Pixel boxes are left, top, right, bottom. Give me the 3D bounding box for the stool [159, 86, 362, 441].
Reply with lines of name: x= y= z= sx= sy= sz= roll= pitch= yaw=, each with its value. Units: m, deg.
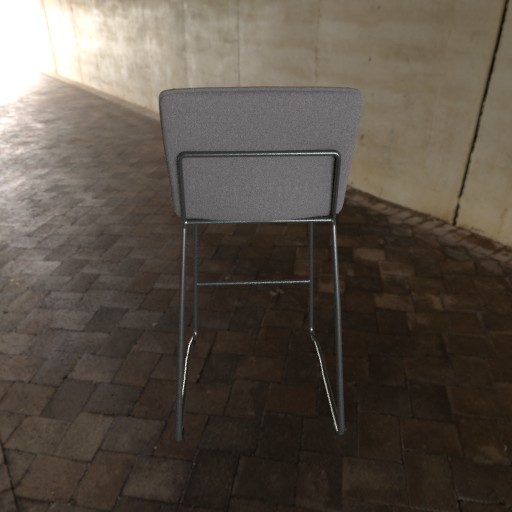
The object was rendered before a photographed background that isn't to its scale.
stool: x=0.000 y=0.000 z=1.251 sx=0.490 sy=0.960 sz=0.490 roll=-1 pitch=29 yaw=-2
